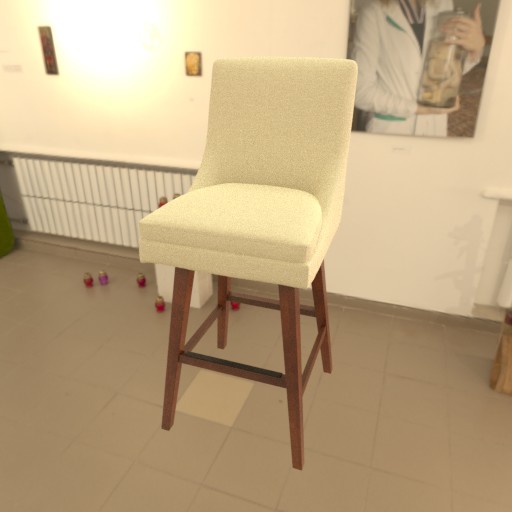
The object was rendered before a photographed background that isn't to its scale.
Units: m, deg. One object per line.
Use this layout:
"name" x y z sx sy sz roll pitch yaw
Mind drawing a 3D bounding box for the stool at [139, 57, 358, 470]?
"stool" 0.000 0.000 1.354 0.470 1.097 0.559 9 27 18
